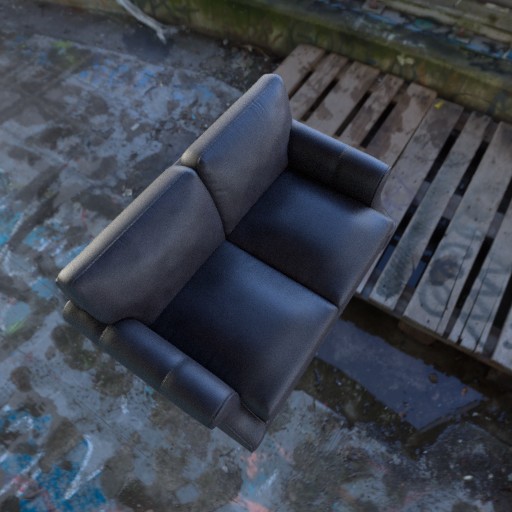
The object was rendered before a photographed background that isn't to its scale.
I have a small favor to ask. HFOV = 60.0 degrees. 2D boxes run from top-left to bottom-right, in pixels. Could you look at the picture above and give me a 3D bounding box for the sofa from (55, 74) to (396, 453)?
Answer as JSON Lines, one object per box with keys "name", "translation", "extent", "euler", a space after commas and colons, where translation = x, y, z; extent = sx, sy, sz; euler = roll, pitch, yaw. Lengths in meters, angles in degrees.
{"name": "sofa", "translation": [0.000, 0.000, 2.324], "extent": [1.030, 0.979, 1.663], "euler": [31, 64, 17]}
